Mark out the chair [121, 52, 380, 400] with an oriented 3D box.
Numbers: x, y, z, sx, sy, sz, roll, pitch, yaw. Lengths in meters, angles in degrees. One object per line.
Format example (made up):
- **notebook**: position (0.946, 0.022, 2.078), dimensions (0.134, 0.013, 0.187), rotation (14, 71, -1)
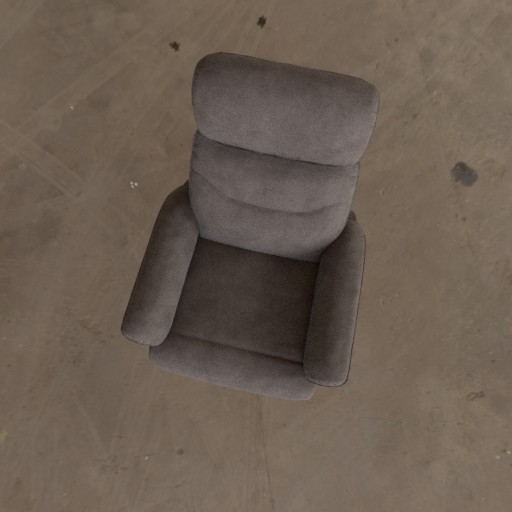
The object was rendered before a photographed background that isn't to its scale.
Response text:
- **chair**: position (0.000, 0.000, 1.714), dimensions (0.830, 1.036, 1.009), rotation (12, 76, 3)
